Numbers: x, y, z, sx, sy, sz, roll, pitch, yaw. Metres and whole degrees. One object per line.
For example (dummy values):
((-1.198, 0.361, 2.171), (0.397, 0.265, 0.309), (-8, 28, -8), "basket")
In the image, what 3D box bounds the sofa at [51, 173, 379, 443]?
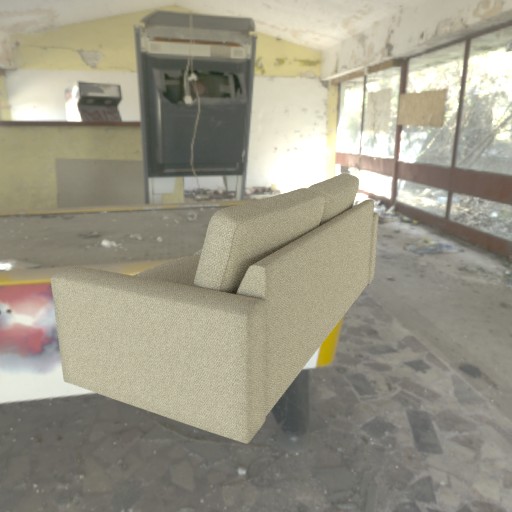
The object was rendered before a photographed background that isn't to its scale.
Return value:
((0.000, 0.000, 2.696), (1.016, 0.873, 2.179), (8, 18, 25), "sofa")
